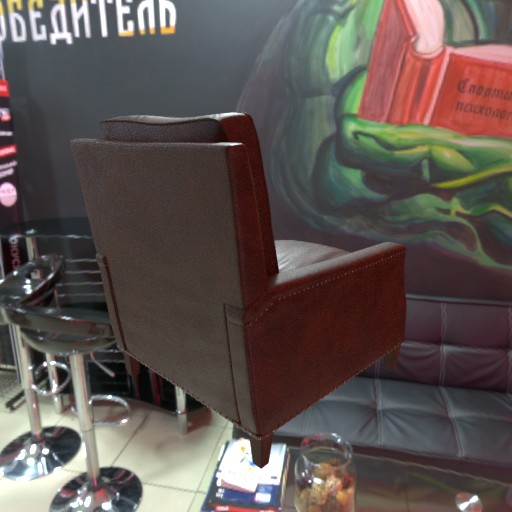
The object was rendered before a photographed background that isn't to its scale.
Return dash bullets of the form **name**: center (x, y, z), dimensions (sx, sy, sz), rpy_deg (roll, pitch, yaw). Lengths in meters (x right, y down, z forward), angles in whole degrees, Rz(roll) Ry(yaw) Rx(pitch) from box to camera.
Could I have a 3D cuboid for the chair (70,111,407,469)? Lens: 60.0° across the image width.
- **chair**: center (0.000, 0.000, 1.754), dimensions (0.854, 1.054, 1.035), rpy_deg (15, 22, 43)
